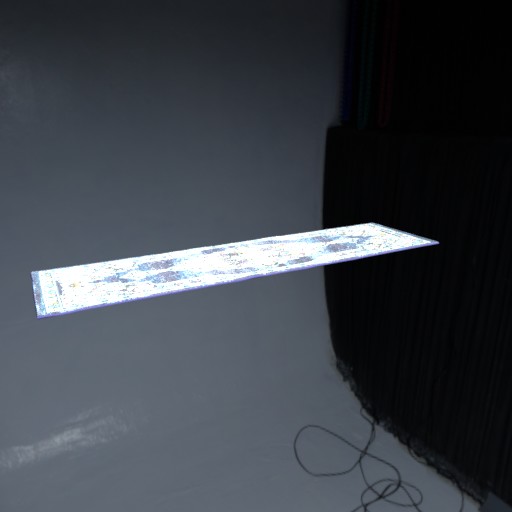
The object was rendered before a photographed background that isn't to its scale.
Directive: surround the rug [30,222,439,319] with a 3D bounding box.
[{"bbox_3d":[0.000,0.000,2.509,2.283,0.016,0.602,-9,20,-27],"label":"rug"}]
